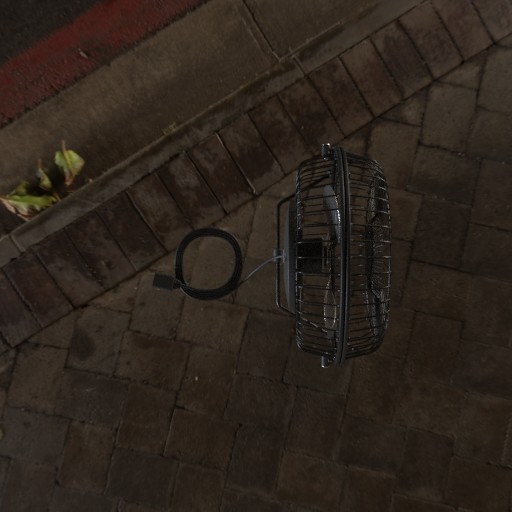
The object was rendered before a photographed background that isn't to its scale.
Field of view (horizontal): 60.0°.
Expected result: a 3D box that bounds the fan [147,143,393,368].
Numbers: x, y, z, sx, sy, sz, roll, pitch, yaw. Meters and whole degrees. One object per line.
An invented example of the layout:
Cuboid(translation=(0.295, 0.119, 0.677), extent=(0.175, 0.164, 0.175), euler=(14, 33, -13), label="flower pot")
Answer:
Cuboid(translation=(0.000, 0.000, 0.385), extent=(0.227, 0.188, 0.209), euler=(0, 91, -1), label="fan")
